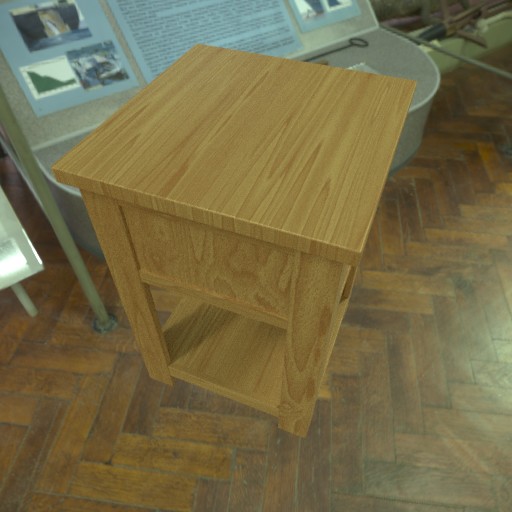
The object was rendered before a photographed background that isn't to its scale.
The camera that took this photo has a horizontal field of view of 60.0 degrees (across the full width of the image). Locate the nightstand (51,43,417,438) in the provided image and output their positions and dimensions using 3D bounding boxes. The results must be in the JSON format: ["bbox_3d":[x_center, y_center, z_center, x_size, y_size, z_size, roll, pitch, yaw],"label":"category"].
[{"bbox_3d":[0.000,0.000,0.893,0.418,0.614,0.428,16,50,15],"label":"nightstand"}]
